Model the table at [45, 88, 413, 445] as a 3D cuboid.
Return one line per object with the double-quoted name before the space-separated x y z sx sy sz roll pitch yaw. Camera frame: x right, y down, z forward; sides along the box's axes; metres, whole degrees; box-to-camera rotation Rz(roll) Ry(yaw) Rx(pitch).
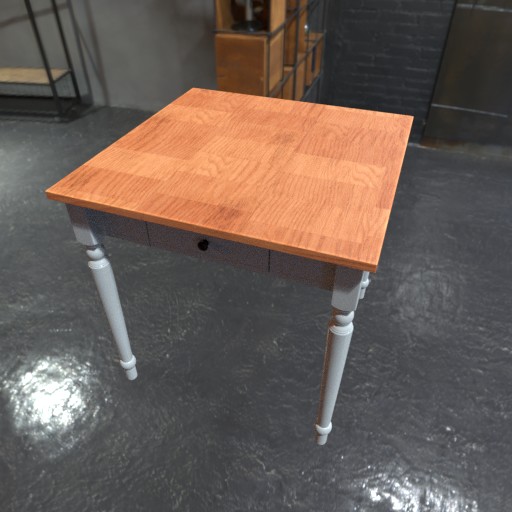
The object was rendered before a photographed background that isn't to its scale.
"table" 0.000 0.000 1.410 0.747 0.738 0.747 13 41 16
